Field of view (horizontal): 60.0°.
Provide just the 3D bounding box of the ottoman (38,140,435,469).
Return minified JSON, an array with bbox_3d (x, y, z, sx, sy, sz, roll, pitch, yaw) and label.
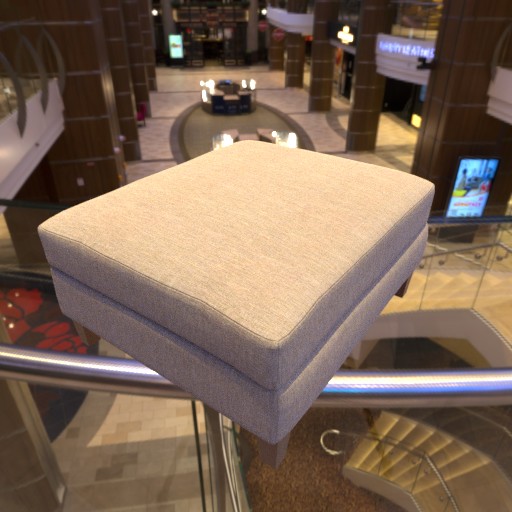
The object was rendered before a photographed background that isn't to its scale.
[{"bbox_3d":[0.000,0.000,1.443,0.836,0.492,0.976,21,37,30],"label":"ottoman"}]
